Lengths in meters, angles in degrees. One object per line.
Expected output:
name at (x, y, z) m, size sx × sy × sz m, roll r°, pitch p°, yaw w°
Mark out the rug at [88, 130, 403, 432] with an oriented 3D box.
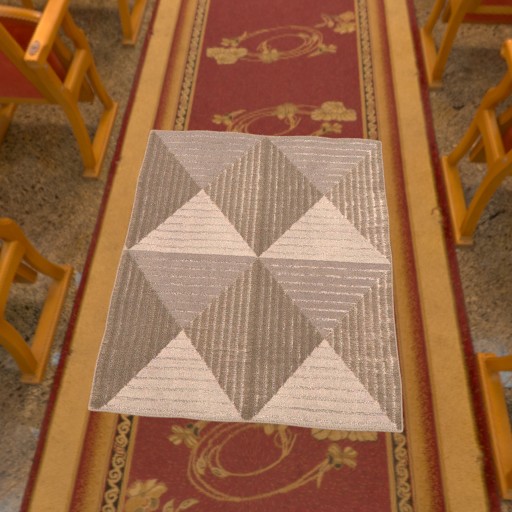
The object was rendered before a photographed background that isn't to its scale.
rug at (0.000, 0.000, 0.902) m, size 0.551 × 0.008 × 0.642 m, roll 3°, pitch 64°, yaw 2°
